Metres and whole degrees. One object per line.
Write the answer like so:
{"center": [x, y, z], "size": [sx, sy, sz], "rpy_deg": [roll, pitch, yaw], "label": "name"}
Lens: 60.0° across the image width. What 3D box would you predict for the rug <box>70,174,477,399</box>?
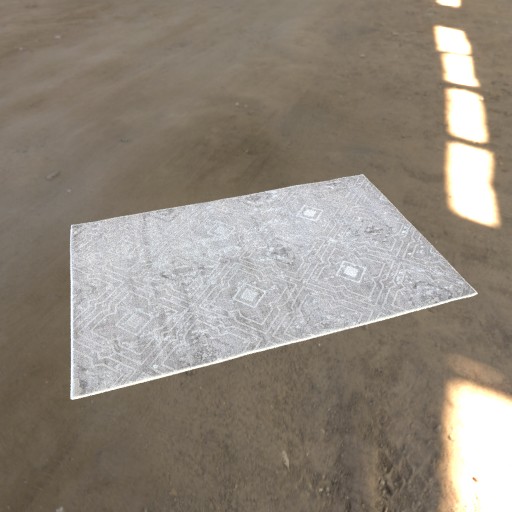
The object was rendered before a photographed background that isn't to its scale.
{"center": [0.000, 0.000, 3.066], "size": [2.447, 0.036, 1.537], "rpy_deg": [-12, 43, -13], "label": "rug"}
